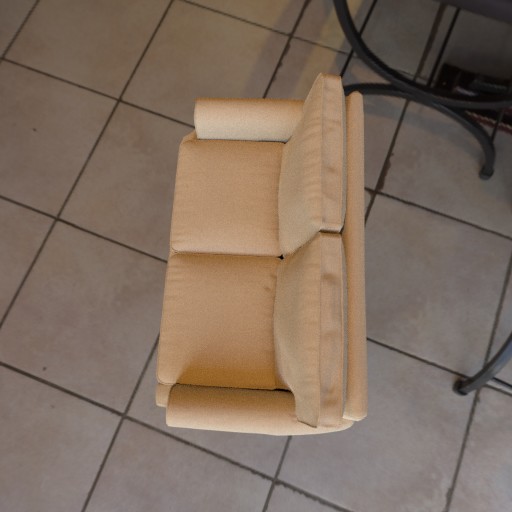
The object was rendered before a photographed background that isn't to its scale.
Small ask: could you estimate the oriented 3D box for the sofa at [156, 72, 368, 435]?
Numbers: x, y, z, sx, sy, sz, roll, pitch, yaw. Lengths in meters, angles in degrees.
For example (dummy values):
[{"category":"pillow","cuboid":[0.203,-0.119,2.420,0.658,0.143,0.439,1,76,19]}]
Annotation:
[{"category":"sofa","cuboid":[0.000,0.000,2.251,0.964,0.937,1.665,3,75,1]}]
